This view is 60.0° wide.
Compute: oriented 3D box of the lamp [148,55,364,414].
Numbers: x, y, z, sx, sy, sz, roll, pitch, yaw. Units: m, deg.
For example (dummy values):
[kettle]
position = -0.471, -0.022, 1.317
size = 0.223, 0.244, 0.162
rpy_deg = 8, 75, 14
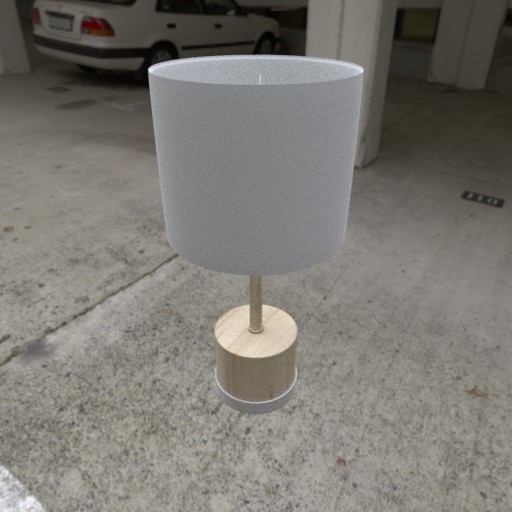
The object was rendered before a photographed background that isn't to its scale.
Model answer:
[lamp]
position = 0.000, 0.000, 0.594
size = 0.229, 0.470, 0.229
rpy_deg = 18, 35, 28
